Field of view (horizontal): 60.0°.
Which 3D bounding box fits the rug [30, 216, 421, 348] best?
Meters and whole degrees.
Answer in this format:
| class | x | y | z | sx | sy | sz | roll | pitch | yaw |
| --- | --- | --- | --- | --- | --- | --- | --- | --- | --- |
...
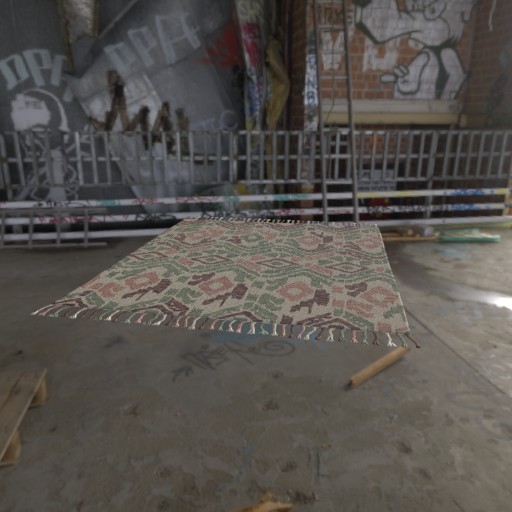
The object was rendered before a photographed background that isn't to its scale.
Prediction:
| class | x | y | z | sx | sy | sz | roll | pitch | yaw |
| --- | --- | --- | --- | --- | --- | --- | --- | --- | --- |
| rug | 0.000 | 0.000 | 4.093 | 2.438 | 0.010 | 3.048 | 3 | 18 | 10 |
